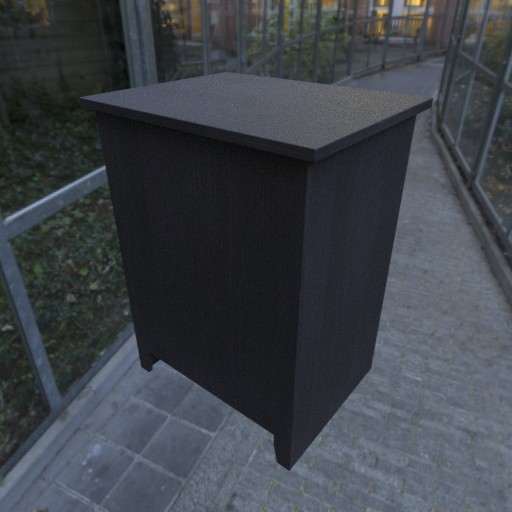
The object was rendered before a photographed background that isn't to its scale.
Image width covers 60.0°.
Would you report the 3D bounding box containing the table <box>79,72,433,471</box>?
[{"bbox_3d":[0.000,0.000,0.926,0.480,0.635,0.381,22,37,33],"label":"table"}]
